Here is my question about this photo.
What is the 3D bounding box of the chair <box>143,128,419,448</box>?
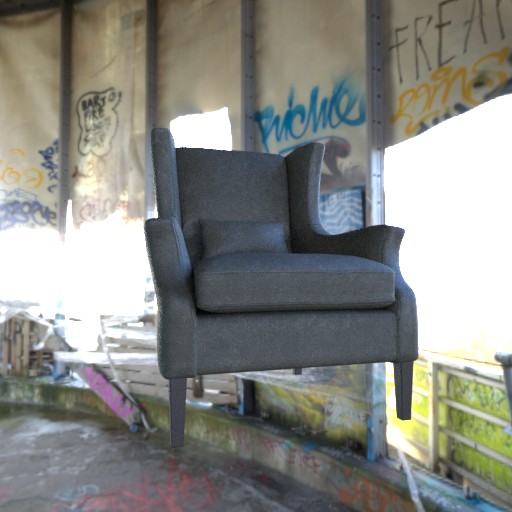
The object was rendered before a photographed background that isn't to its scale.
[{"bbox_3d":[0.000,0.000,1.665,0.853,1.016,0.926,1,-2,-17],"label":"chair"}]
